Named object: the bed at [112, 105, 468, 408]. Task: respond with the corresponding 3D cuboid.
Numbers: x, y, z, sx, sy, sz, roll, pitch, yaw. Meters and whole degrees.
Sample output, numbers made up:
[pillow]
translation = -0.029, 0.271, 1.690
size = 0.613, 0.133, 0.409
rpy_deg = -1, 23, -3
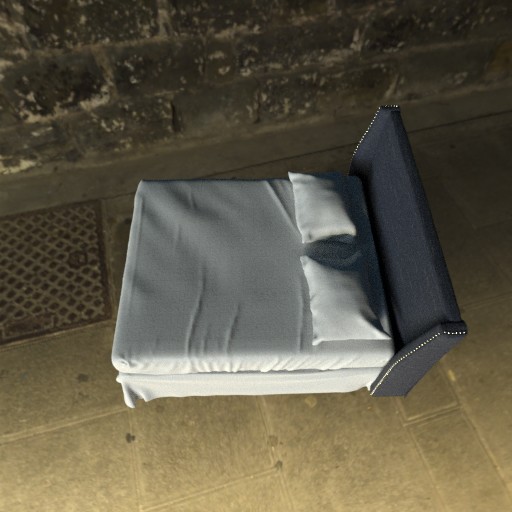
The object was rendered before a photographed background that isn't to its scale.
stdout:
[bed]
translation = 0.000, 0.000, 3.427
size = 2.276, 1.332, 1.925
rpy_deg = -1, 57, -1
